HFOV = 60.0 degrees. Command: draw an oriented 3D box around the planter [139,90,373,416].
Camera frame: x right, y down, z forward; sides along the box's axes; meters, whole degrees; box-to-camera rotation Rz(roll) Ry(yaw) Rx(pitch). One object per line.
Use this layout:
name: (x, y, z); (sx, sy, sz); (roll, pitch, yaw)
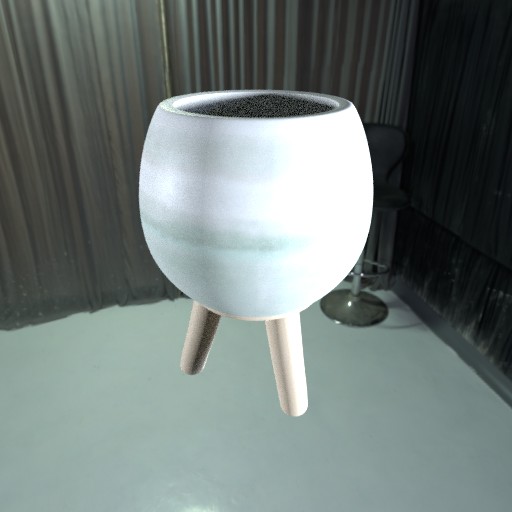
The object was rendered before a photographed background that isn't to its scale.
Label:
planter: (0.000, 0.000, 0.337); (0.161, 0.224, 0.161); (0, 27, 0)
